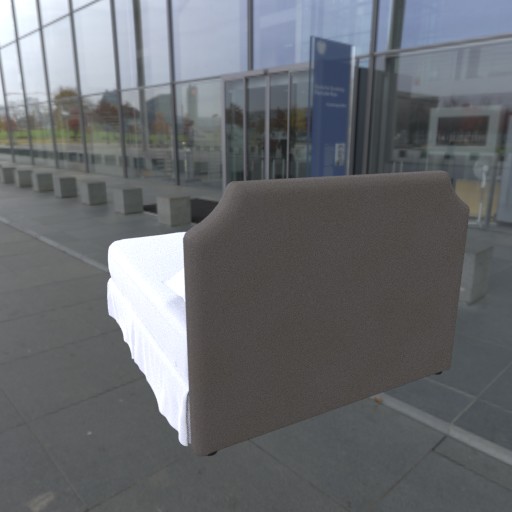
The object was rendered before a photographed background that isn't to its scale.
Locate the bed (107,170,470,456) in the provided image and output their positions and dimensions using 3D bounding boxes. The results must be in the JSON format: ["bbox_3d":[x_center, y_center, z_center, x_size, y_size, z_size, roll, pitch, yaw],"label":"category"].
[{"bbox_3d":[0.000,0.000,3.836,2.194,1.561,2.536,-8,17,-27],"label":"bed"}]
